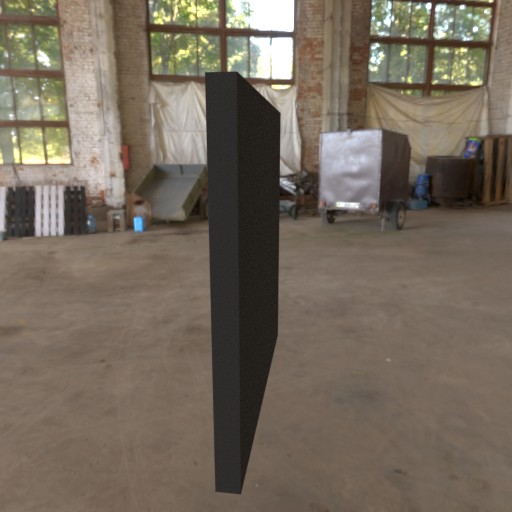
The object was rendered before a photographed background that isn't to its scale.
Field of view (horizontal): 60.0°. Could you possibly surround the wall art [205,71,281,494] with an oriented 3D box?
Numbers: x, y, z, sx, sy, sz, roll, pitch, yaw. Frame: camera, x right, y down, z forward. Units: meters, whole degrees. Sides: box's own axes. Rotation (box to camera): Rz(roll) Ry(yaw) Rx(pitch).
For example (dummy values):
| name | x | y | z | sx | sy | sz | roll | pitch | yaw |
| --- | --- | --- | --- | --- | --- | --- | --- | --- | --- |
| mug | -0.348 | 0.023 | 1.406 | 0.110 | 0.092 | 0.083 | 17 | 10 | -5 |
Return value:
| name | x | y | z | sx | sy | sz | roll | pitch | yaw |
| --- | --- | --- | --- | --- | --- | --- | --- | --- | --- |
| wall art | 0.000 | 0.000 | 0.685 | 0.030 | 0.458 | 0.462 | 2 | 13 | 8 |
